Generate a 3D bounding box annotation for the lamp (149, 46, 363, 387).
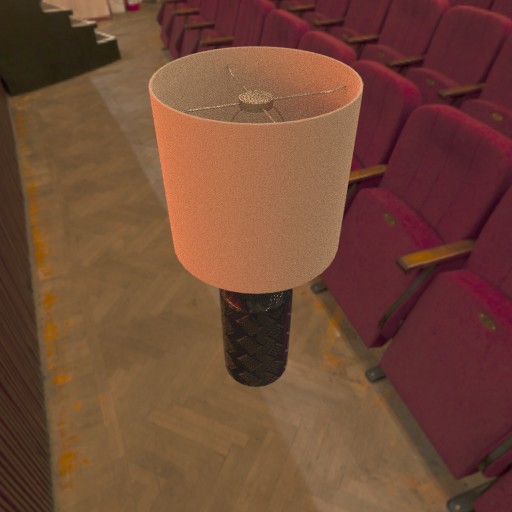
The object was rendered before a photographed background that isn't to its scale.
[{"bbox_3d":[0.000,0.000,0.584,0.207,0.461,0.207,-13,43,-14],"label":"lamp"}]
